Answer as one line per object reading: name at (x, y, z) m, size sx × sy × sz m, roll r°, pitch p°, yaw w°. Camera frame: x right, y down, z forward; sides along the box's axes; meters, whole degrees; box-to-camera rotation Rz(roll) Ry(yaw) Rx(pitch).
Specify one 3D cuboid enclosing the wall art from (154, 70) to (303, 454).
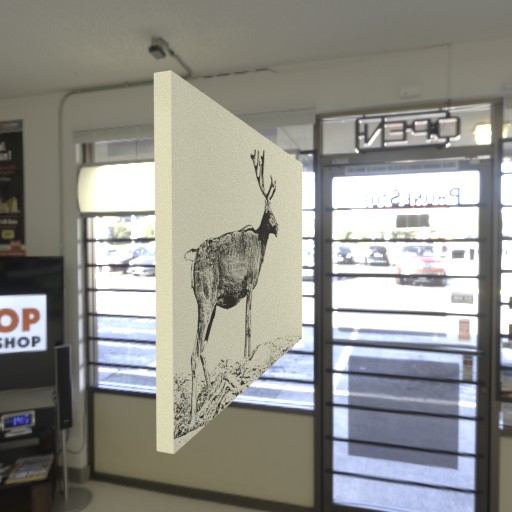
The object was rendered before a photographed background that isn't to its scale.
wall art at (0.000, 0.000, 1.144) m, size 0.033 × 0.617 × 0.906 m, roll 1°, pitch 2°, yaw 19°
